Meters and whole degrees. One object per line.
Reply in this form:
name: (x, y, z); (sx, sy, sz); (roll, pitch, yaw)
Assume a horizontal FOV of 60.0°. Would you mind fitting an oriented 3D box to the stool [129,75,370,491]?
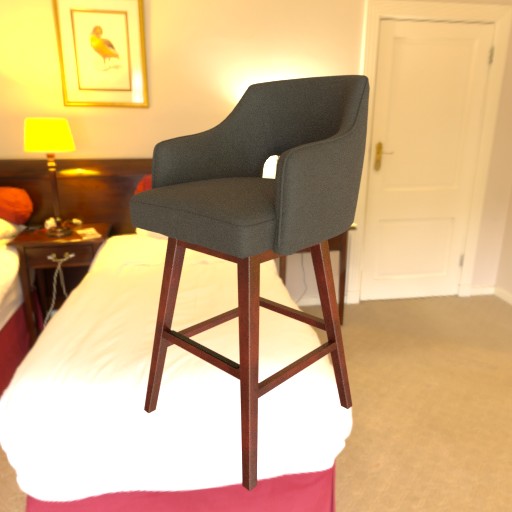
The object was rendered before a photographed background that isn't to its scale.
stool: (0.000, 0.000, 1.304); (0.548, 1.012, 0.558); (16, 23, 41)
